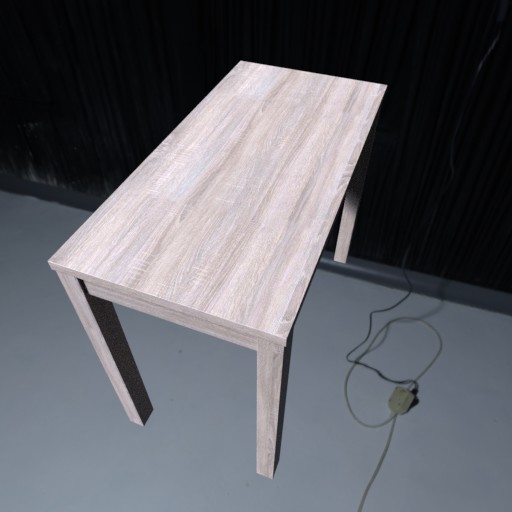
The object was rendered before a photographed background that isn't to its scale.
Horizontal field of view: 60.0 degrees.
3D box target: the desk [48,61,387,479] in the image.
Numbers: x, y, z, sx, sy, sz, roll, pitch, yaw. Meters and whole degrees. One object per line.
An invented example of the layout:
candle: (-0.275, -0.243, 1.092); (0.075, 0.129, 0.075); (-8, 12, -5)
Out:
desk: (0.000, 0.000, 1.404); (0.495, 0.762, 0.991); (16, 49, 14)
